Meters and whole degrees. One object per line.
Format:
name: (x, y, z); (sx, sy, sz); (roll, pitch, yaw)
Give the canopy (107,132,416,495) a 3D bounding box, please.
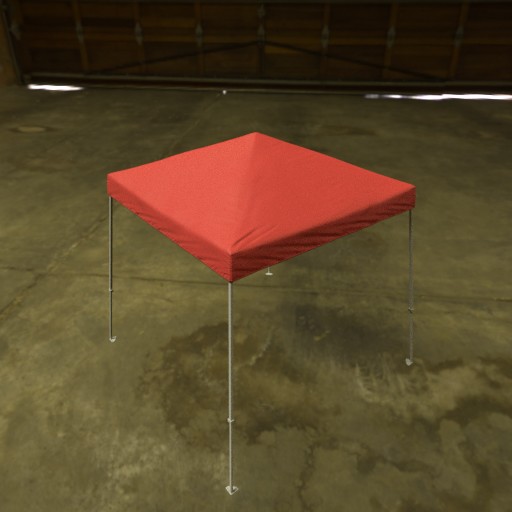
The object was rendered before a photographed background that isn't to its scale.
canopy: (0.000, 0.000, 5.162); (2.849, 2.849, 2.848); (-21, 35, -33)
